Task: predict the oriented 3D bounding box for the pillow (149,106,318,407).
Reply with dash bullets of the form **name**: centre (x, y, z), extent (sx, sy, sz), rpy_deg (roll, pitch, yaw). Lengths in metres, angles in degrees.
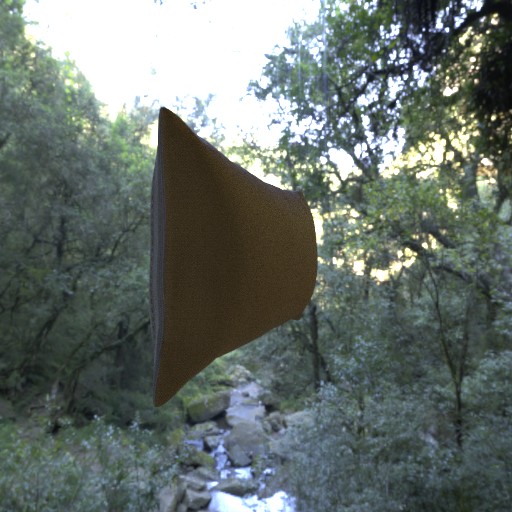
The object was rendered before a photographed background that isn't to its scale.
- **pillow**: centre (0.000, 0.000, 0.714), extent (0.151, 0.291, 0.608), rpy_deg (0, 0, 19)
